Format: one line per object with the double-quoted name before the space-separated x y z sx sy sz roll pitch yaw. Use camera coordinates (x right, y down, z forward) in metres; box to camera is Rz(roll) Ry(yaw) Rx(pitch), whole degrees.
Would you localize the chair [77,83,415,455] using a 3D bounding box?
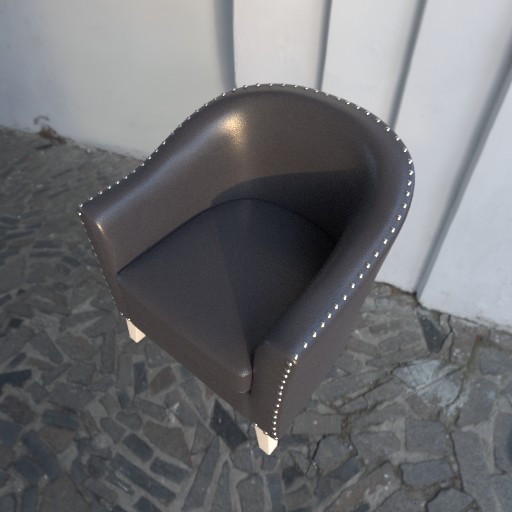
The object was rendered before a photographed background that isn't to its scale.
"chair" 0.000 0.000 1.433 0.794 0.823 0.748 31 54 26
